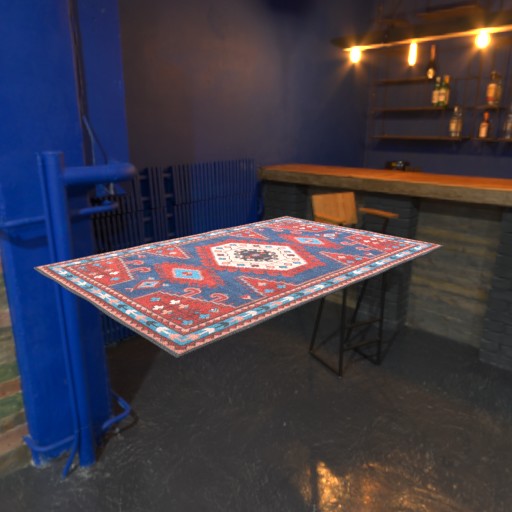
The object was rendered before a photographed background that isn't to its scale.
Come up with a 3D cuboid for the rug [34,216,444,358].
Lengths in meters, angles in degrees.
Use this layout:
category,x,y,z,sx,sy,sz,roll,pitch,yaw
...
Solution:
category,x,y,z,sx,sy,sz,roll,pitch,yaw
rug,0.000,0.000,2.324,1.820,0.012,1.207,-15,22,-42
